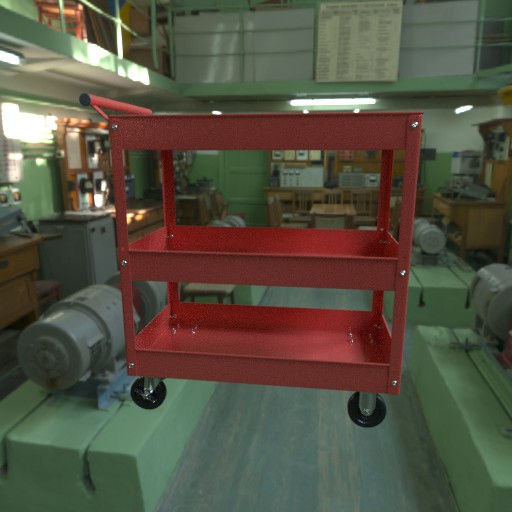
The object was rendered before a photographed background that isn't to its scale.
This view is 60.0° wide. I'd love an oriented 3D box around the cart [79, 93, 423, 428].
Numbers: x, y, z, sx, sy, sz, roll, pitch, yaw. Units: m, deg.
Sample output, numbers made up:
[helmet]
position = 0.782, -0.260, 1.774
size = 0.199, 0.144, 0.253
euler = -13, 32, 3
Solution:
[cart]
position = 0.000, 0.000, 1.168
size = 0.719, 0.780, 0.366
euler = 2, 13, 8
